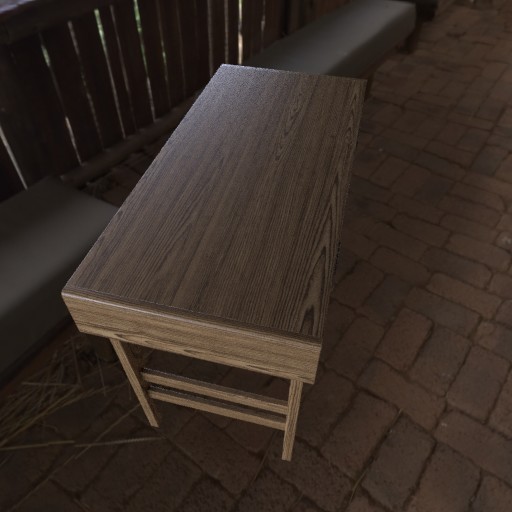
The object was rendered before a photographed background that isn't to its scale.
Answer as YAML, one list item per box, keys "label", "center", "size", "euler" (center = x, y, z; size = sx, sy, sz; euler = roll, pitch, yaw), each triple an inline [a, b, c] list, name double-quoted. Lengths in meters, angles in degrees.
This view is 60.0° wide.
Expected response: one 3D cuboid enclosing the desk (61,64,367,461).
- label: "desk"
  center: [0.000, 0.000, 1.438]
  size: [0.508, 0.755, 1.067]
  euler: [10, 47, 10]
